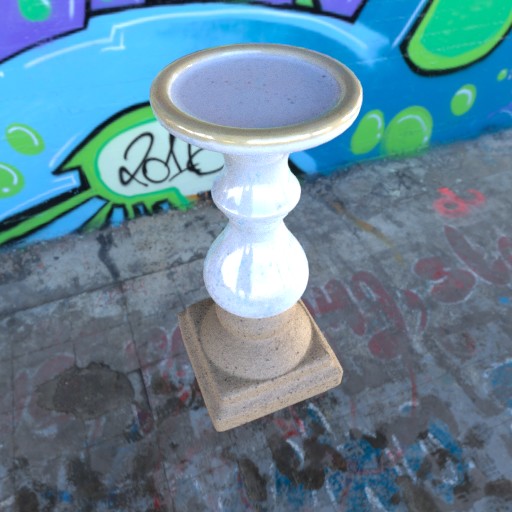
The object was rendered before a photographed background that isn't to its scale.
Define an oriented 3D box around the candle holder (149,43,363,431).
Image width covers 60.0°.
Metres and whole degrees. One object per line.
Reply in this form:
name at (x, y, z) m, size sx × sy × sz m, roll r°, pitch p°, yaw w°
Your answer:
candle holder at (0.000, 0.000, 0.297) m, size 0.110 × 0.239 × 0.110 m, roll -16°, pitch 48°, yaw -15°
